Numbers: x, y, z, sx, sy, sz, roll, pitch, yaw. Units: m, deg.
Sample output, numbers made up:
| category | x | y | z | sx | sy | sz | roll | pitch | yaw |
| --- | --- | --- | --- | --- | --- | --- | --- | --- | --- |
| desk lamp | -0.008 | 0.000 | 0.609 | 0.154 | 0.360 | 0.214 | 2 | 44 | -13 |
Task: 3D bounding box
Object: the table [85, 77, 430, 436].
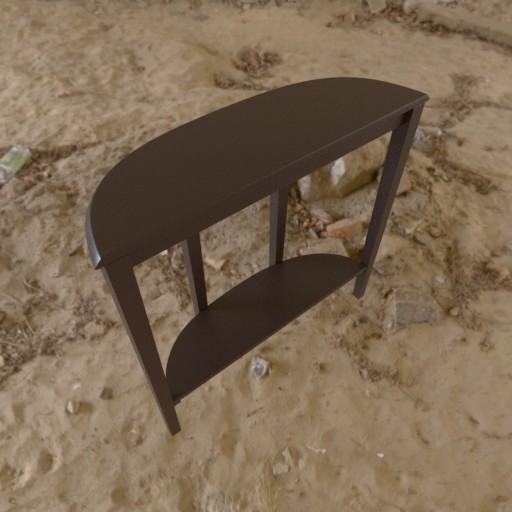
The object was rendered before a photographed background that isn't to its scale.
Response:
| category | x | y | z | sx | sy | sz | roll | pitch | yaw |
| --- | --- | --- | --- | --- | --- | --- | --- | --- | --- |
| table | 0.000 | 0.000 | 1.299 | 0.909 | 0.831 | 0.274 | -31 | 55 | -25 |
